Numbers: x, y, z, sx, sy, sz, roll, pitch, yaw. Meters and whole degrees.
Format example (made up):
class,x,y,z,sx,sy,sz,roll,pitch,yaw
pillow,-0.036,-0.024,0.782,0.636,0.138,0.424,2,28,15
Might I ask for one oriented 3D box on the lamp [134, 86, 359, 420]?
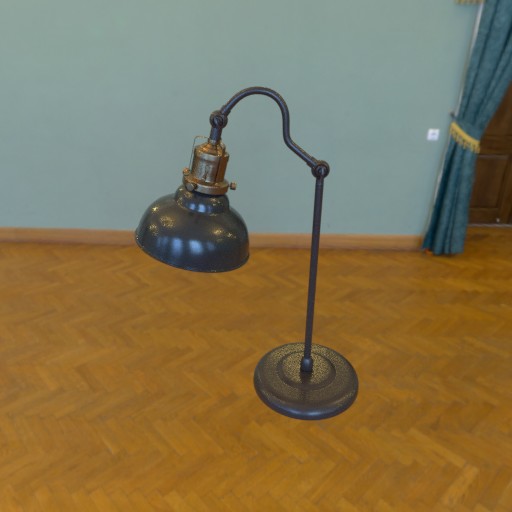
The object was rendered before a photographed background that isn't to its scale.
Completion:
class,x,y,z,sx,sy,sz,roll,pitch,yaw
lamp,0.000,0.000,0.708,0.374,0.508,0.192,1,26,1
